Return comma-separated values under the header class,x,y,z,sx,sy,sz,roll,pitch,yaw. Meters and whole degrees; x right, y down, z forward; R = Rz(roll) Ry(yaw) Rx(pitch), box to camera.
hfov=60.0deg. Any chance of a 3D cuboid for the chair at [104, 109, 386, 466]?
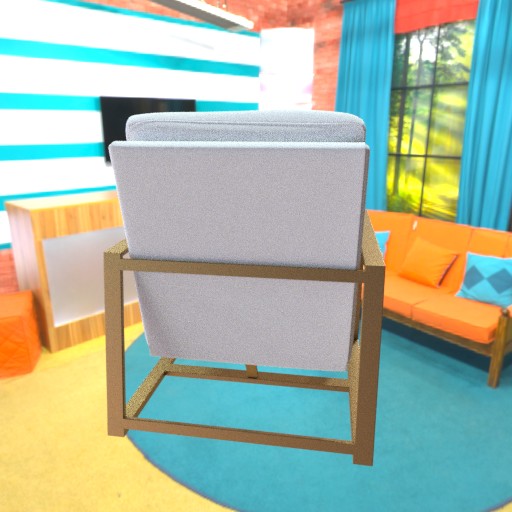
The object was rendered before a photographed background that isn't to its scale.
class,x,y,z,sx,sy,sz,roll,pitch,yaw
chair,0.000,0.000,1.563,0.805,0.966,0.813,3,16,9
